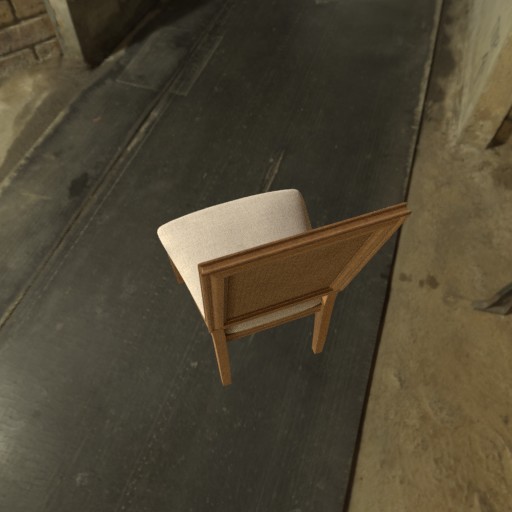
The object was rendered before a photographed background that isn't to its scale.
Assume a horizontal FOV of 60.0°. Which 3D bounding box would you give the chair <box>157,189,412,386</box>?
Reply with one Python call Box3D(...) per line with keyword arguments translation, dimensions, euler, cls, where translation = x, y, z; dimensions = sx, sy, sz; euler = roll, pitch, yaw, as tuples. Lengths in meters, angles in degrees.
Box3D(translation=(0.000, 0.000, 1.364), dimensions=(0.536, 0.988, 0.601), euler=(-17, 59, -10), cls="chair")
